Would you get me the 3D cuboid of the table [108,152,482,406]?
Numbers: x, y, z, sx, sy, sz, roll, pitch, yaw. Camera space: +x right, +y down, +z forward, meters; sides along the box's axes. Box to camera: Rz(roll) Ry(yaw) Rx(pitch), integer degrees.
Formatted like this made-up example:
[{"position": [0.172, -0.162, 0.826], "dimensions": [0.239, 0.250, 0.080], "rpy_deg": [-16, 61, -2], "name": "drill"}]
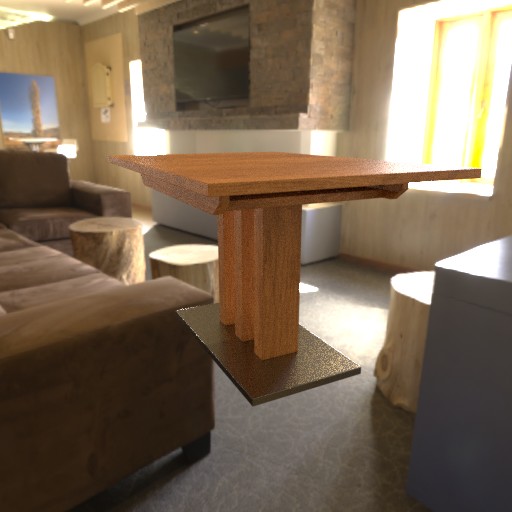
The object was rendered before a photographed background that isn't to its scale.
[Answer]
[{"position": [0.000, 0.000, 1.827], "dimensions": [0.900, 0.770, 1.300], "rpy_deg": [-8, 18, -26], "name": "table"}]
